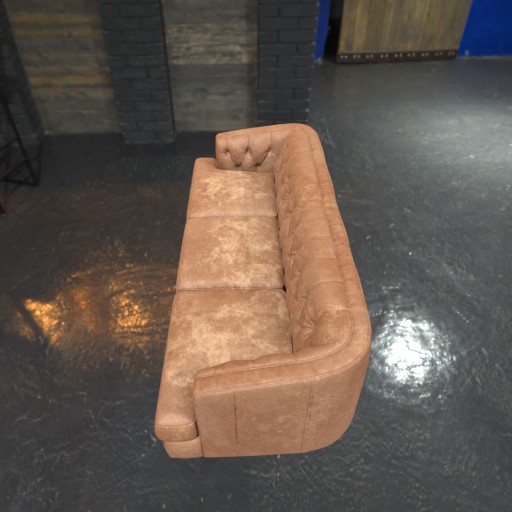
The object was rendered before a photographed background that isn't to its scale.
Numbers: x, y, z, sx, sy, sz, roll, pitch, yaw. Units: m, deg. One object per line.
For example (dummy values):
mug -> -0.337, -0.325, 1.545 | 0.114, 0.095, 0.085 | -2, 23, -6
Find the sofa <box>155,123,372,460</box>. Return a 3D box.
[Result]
sofa -> 0.000, 0.000, 2.709 | 0.922, 0.791, 2.257 | -1, 42, -1
